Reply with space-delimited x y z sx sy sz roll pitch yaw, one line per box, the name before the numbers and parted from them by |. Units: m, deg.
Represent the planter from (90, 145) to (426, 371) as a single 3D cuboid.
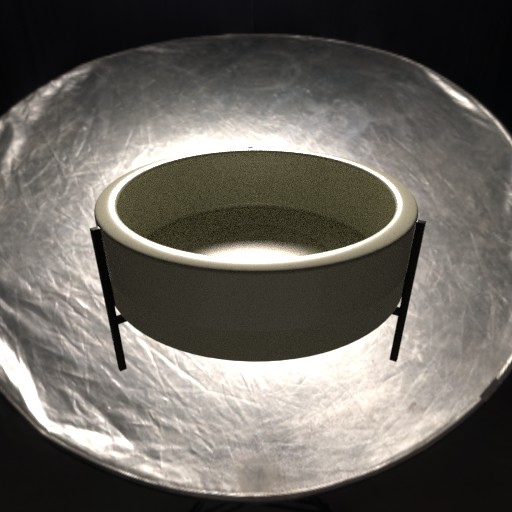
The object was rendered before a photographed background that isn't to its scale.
planter | 0.000 0.000 0.525 0.336 0.171 0.345 -1 30 -2
